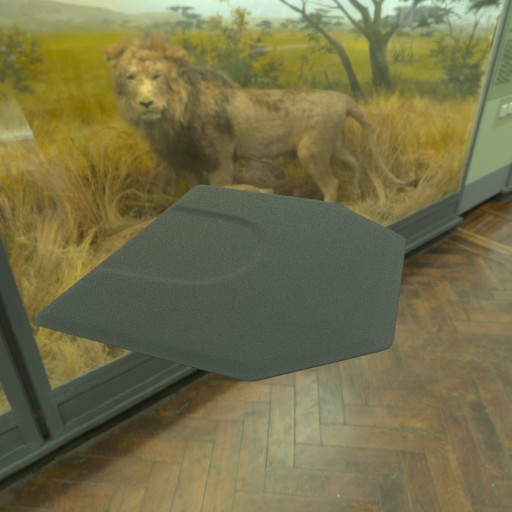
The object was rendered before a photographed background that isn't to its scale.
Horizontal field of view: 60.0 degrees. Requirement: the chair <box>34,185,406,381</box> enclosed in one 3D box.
[{"bbox_3d":[0.000,0.000,1.929,1.219,0.024,1.372,10,32,16],"label":"chair"}]
